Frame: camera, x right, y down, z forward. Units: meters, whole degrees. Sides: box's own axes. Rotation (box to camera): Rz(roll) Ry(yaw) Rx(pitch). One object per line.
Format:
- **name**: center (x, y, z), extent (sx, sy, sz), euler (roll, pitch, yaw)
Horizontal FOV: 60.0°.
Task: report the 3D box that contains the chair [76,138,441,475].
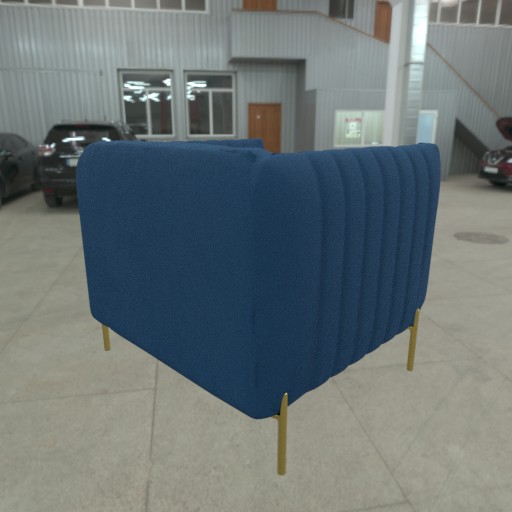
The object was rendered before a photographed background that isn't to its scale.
- **chair**: center (0.000, 0.000, 1.551), extent (0.947, 0.793, 0.877), euler (16, 22, 43)
